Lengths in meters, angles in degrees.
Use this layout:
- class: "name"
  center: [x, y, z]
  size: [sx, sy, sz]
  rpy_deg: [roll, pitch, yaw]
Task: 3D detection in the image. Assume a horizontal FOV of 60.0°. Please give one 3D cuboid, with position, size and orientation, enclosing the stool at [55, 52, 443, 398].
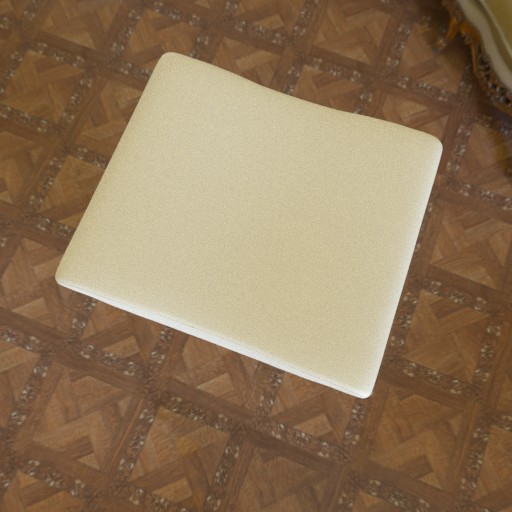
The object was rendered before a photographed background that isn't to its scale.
- class: "stool"
  center: [0.000, 0.000, 0.921]
  size: [0.471, 0.609, 0.401]
  rpy_deg: [20, 77, 5]
